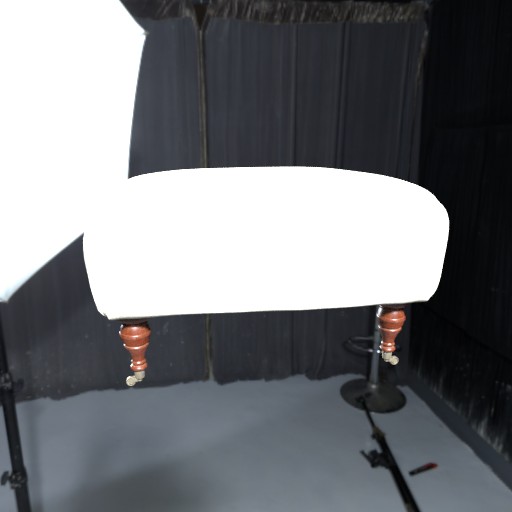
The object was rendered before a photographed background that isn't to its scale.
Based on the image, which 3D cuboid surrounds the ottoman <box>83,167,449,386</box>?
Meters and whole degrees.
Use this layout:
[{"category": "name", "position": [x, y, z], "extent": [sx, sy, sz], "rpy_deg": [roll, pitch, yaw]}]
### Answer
[{"category": "ottoman", "position": [0.000, 0.000, 1.151], "extent": [0.747, 0.450, 0.622], "rpy_deg": [-2, 14, -9]}]
